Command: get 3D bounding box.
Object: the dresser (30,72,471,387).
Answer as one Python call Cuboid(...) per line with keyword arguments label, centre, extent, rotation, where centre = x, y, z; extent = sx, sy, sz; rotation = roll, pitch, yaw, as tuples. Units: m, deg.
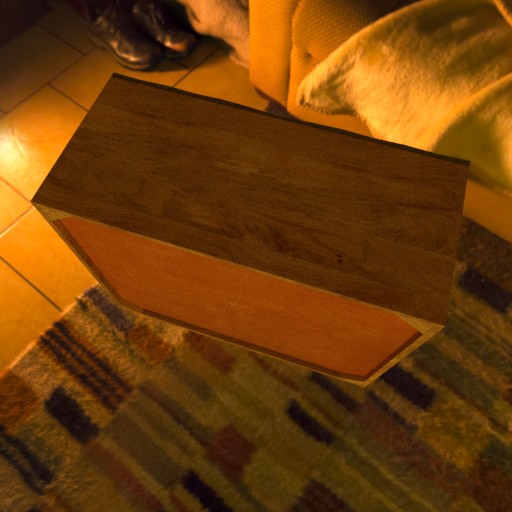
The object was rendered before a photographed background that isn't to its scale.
Cuboid(label="dresser", centre=(0.000, 0.000, 1.435), extent=(0.967, 0.847, 0.446), rotation=(17, 66, 8))
